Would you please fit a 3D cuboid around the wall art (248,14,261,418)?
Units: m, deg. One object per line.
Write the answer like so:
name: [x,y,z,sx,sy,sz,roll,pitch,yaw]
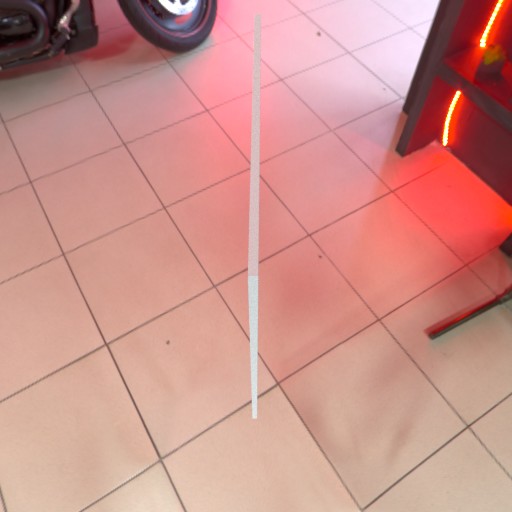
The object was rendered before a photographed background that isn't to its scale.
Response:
wall art: [0.000,0.000,1.217,0.015,0.965,0.660,1,58,0]
